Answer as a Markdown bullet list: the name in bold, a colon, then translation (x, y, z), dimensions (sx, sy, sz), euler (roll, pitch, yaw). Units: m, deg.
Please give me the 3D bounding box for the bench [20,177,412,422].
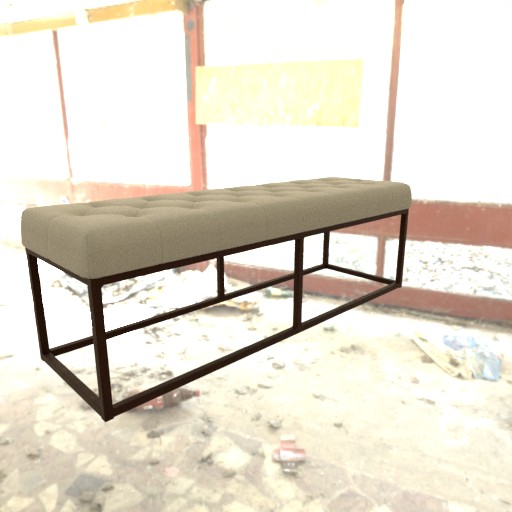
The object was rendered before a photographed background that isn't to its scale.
- **bench**: translation (0.000, 0.000, 1.673), dimensions (1.488, 0.488, 0.479), euler (-14, 21, -42)
